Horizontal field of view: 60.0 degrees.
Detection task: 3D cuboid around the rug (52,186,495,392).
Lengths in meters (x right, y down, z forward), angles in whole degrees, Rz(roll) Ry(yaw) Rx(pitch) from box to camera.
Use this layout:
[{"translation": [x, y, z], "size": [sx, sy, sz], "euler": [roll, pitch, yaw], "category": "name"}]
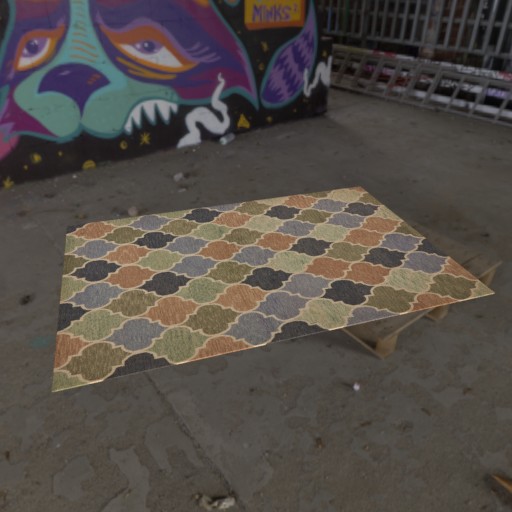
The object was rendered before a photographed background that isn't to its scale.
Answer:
[{"translation": [0.000, 0.000, 2.217], "size": [1.828, 0.006, 1.216], "euler": [-10, 34, -15], "category": "rug"}]
